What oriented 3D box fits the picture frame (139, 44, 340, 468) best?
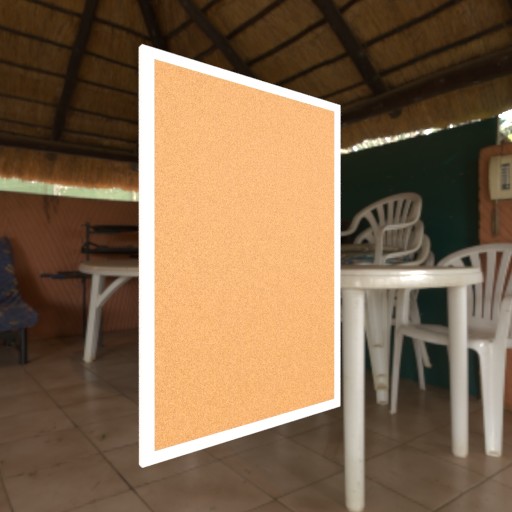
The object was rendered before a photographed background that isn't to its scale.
[{"bbox_3d":[0.000,0.000,0.833,0.457,0.657,0.013,0,0,-38],"label":"picture frame"}]
